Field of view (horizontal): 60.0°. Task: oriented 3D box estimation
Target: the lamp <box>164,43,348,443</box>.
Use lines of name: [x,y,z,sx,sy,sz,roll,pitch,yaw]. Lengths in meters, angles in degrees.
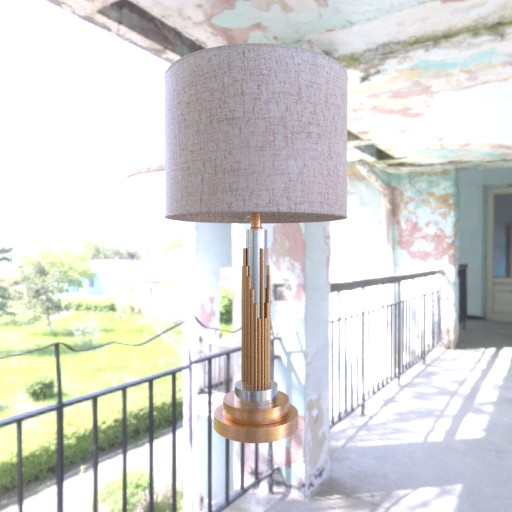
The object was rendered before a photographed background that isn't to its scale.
lamp: [0.000,0.000,0.795,0.321,0.610,0.321,1,2,36]
